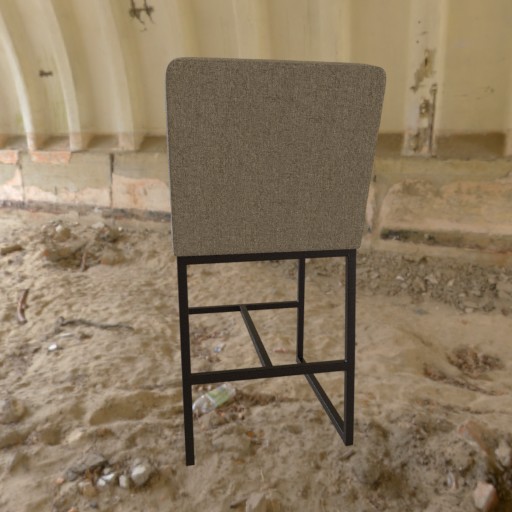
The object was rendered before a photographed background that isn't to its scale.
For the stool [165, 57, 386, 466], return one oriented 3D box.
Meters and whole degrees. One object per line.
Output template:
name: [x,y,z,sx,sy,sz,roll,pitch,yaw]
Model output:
stool: [0.000,0.000,1.244,0.460,0.940,0.560,-3,14,-10]
